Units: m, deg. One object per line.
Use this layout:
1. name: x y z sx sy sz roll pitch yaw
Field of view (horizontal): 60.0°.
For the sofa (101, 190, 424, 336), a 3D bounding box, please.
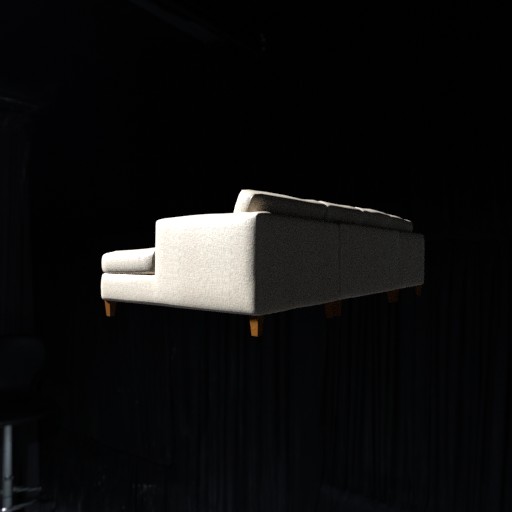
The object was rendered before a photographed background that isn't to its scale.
1. sofa: 0.000 0.000 4.766 2.594 0.961 3.460 0 0 36
